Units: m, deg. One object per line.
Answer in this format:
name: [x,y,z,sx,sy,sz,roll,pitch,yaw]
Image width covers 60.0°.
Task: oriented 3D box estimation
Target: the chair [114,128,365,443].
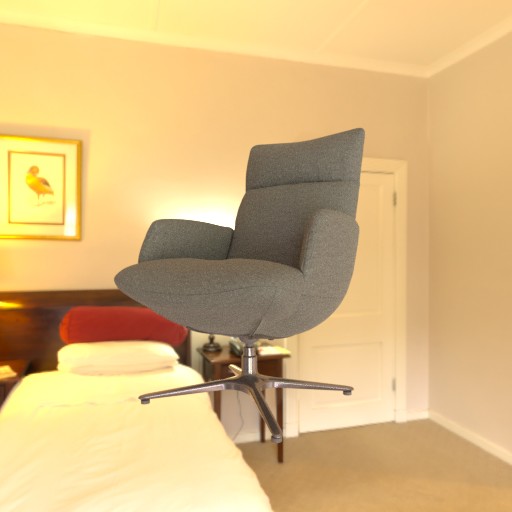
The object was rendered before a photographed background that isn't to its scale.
chair: [0.000,0.000,1.561,0.702,0.984,0.831,0,1,35]
